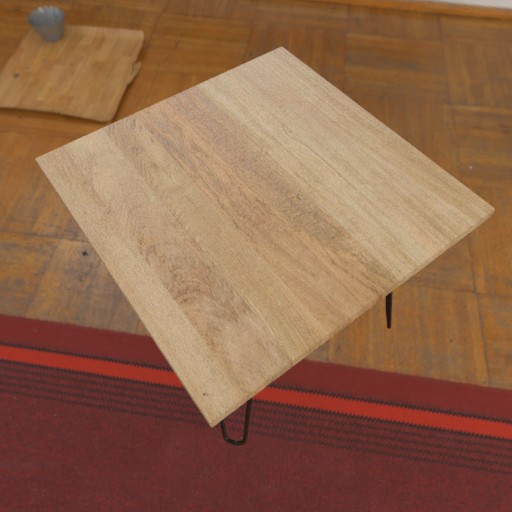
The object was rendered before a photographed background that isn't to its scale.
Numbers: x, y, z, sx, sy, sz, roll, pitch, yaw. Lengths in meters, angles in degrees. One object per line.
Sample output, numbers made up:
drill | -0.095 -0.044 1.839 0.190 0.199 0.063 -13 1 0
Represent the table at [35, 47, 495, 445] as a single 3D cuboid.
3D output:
table | 0.000 0.000 1.016 0.599 0.500 0.599 -32 63 -19
